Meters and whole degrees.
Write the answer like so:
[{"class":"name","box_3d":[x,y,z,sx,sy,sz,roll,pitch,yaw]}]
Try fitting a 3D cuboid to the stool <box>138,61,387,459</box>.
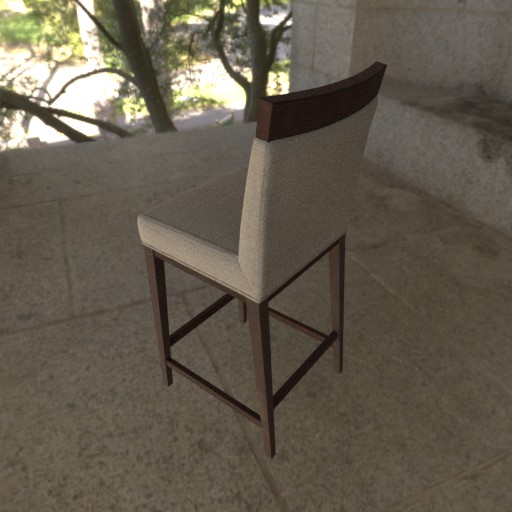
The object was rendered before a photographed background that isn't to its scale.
[{"class":"stool","box_3d":[0.000,0.000,1.400,0.531,1.117,0.511,23,39,31]}]
